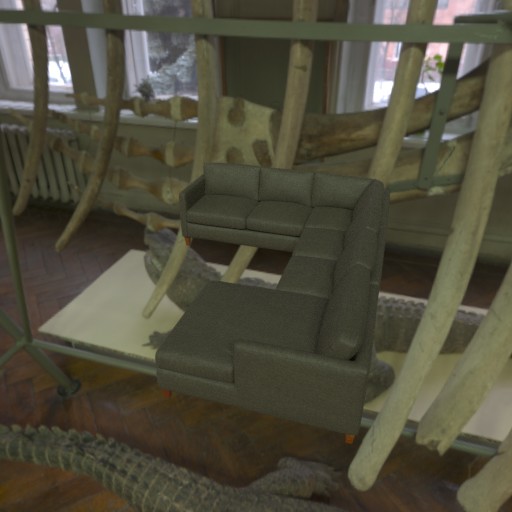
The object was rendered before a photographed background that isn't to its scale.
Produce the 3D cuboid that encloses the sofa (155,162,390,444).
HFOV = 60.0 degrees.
[{"bbox_3d":[0.000,0.000,4.713,2.594,0.961,3.460,9,31,15],"label":"sofa"}]
